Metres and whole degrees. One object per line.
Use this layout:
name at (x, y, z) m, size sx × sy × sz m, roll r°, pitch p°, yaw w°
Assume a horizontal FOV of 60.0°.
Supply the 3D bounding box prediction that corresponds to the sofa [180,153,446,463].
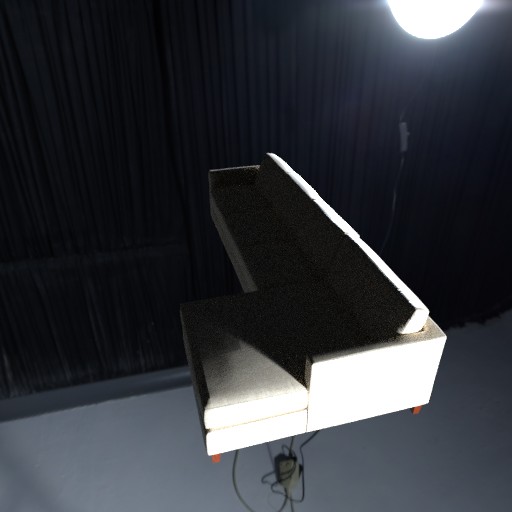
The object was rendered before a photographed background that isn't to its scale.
sofa at (0.000, 0.000, 4.187) m, size 1.603 × 0.954 × 3.471 m, roll -8°, pitch 31°, yaw -13°
